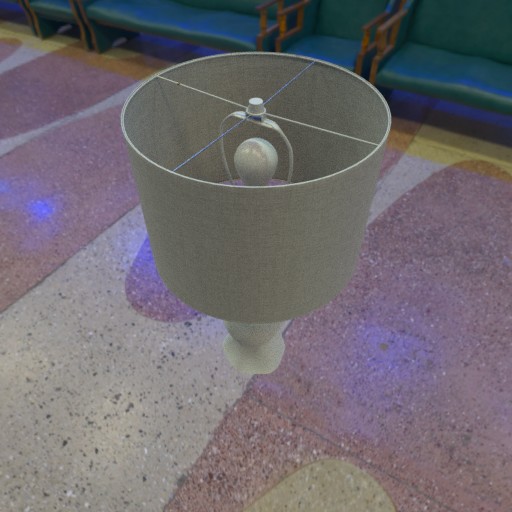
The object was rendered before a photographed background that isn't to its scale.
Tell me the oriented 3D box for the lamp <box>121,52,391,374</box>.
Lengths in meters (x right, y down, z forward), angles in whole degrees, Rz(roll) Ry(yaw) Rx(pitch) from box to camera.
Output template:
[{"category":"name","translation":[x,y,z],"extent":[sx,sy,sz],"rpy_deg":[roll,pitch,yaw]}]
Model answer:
[{"category":"lamp","translation":[0.000,0.000,0.678],"extent":[0.298,0.503,0.298],"rpy_deg":[25,51,22]}]
